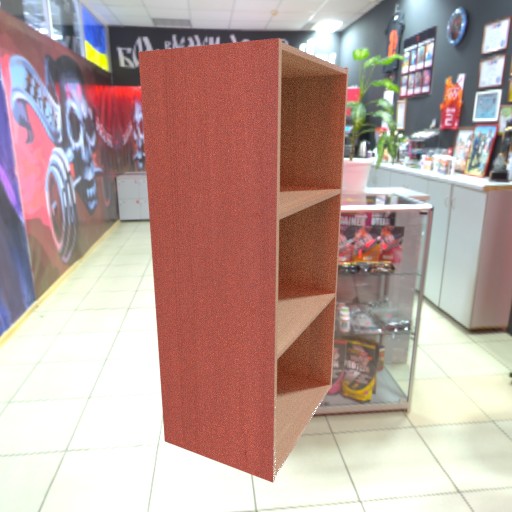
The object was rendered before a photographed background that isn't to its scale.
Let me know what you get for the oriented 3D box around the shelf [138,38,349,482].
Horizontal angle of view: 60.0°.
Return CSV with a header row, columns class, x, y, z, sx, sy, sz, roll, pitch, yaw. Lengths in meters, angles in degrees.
class,x,y,z,sx,sy,sz,roll,pitch,yaw
shelf,0.000,0.000,1.078,0.292,0.876,0.417,8,18,26
